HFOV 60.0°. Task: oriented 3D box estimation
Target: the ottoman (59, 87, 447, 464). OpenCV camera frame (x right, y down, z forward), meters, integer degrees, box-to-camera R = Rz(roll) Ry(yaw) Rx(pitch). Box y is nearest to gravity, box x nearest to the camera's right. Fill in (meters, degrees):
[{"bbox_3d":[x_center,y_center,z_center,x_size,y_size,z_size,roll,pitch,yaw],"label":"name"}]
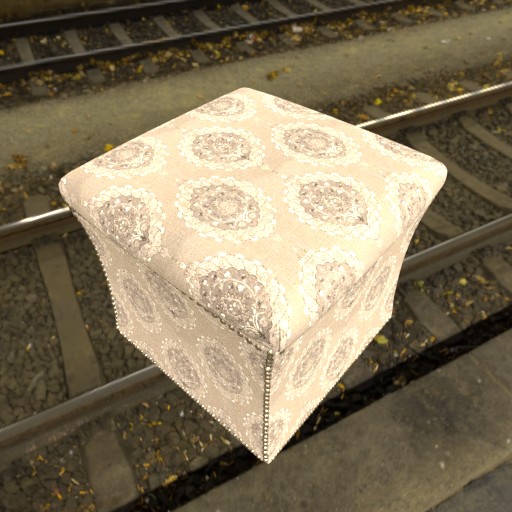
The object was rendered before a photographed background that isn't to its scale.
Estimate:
[{"bbox_3d":[0.000,0.000,0.901,0.507,0.473,0.497,32,53,28],"label":"ottoman"}]
